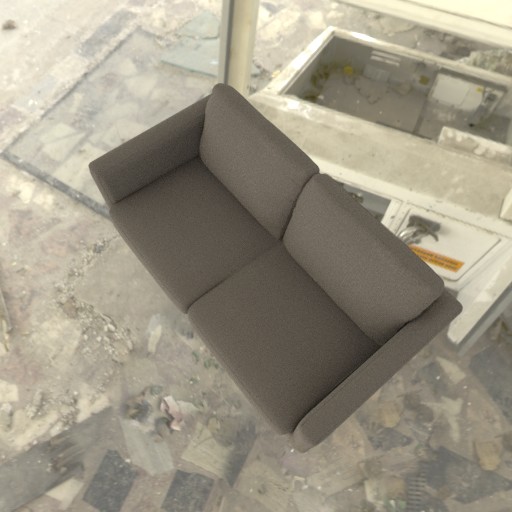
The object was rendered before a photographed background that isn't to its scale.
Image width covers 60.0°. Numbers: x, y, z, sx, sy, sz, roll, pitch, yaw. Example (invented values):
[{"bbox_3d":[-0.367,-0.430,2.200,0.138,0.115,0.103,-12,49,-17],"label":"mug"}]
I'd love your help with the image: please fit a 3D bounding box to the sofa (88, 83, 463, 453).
[{"bbox_3d":[0.000,0.000,2.275,0.940,0.866,1.713,-36,68,-17],"label":"sofa"}]
